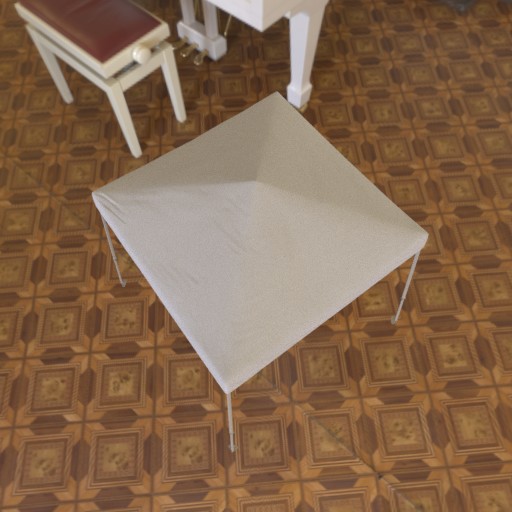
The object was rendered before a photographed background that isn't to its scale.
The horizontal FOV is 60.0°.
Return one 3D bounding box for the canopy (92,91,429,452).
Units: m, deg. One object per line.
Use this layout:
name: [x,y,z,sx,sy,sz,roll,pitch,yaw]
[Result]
canopy: [0.000,0.000,6.456,3.599,3.600,3.600,-34,68,-16]
